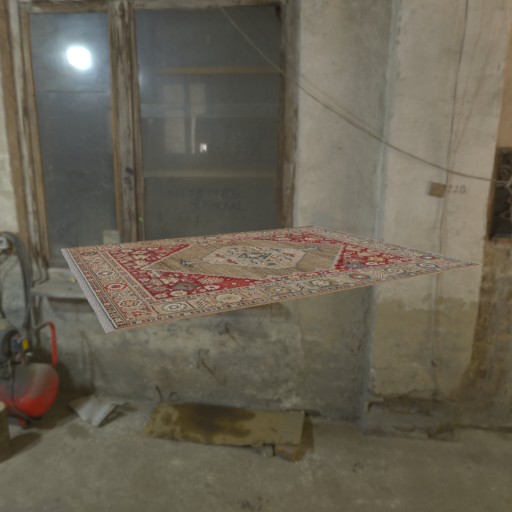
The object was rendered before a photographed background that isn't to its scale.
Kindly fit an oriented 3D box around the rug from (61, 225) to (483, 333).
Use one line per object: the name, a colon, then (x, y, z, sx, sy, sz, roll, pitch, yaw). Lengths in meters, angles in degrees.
rug: (0.000, 0.000, 4.117, 3.143, 0.008, 2.451, -7, 15, -28)
